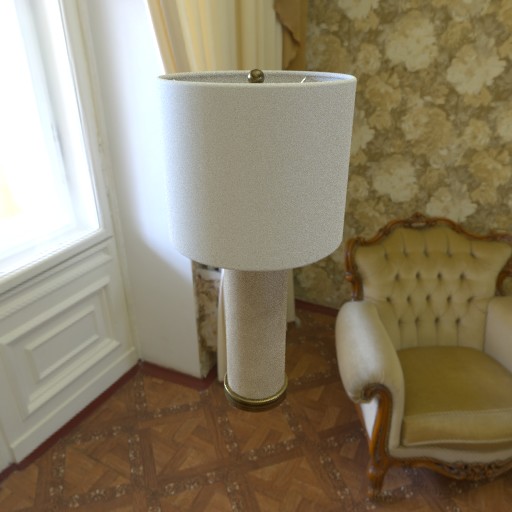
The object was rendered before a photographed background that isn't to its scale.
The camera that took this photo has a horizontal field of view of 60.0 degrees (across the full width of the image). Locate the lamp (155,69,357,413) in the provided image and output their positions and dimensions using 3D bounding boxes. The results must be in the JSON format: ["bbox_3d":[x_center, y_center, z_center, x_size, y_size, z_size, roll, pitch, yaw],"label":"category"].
[{"bbox_3d":[0.000,0.000,0.815,0.305,0.634,0.305,-9,27,-17],"label":"lamp"}]
